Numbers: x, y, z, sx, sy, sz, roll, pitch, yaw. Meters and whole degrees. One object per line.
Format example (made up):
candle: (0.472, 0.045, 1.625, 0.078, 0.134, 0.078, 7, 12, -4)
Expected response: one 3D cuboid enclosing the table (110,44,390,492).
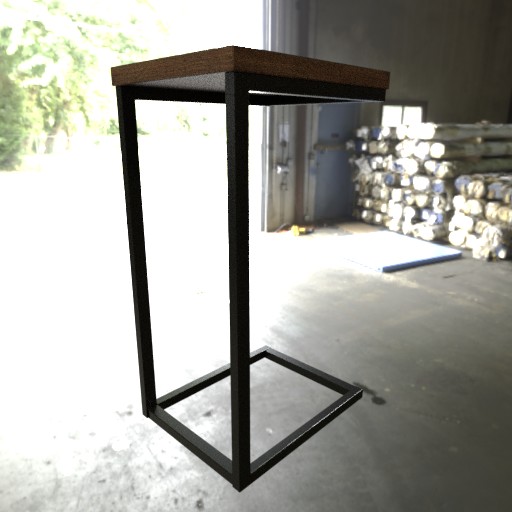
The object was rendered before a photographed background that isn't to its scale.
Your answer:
table: (0.000, 0.000, 0.920, 0.323, 0.718, 0.414, 15, 22, 42)
